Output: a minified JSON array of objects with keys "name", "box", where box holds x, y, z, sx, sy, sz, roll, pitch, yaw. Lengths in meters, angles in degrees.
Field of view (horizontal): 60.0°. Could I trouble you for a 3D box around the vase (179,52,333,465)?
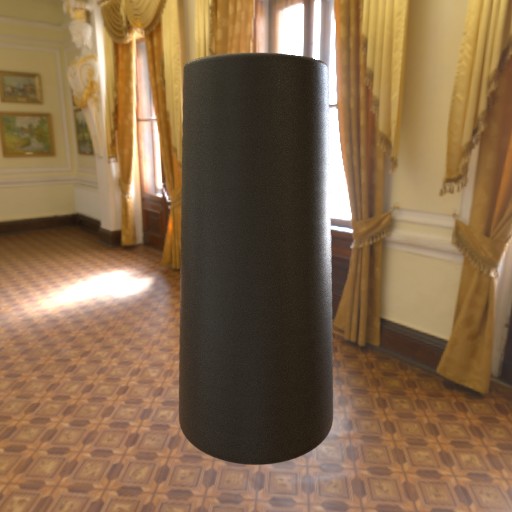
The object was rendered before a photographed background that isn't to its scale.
[{"name":"vase","box":[0.000,0.000,0.362,0.136,0.289,0.136,-7,16,-26]}]
